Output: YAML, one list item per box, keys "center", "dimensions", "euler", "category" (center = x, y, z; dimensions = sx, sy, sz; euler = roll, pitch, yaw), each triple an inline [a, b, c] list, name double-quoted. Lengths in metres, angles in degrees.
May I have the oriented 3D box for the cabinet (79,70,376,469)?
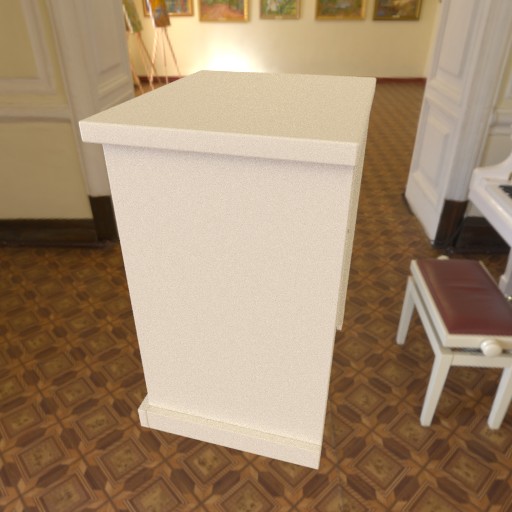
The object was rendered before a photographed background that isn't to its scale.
- center: [0.000, 0.000, 1.039]
  dimensions: [0.431, 0.723, 0.520]
  euler: [8, 32, 13]
  category: "cabinet"
